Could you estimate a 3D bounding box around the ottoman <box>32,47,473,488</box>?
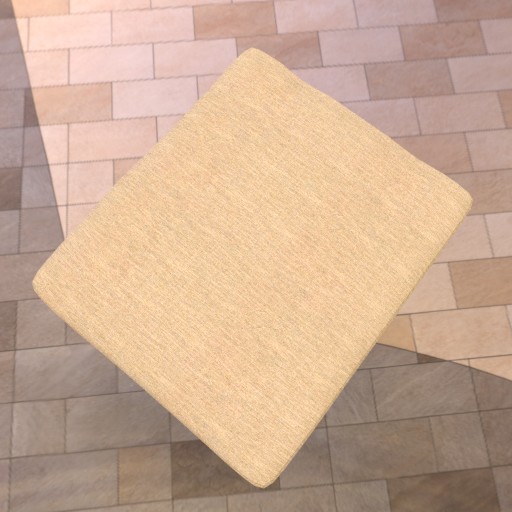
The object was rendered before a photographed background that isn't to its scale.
[{"bbox_3d":[0.000,0.000,1.391,0.836,0.492,0.976,38,79,9],"label":"ottoman"}]
